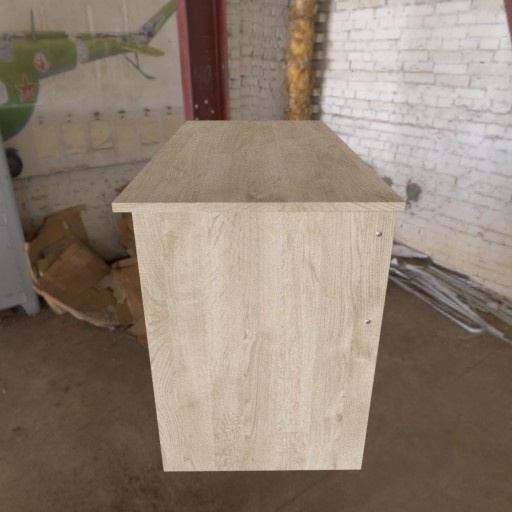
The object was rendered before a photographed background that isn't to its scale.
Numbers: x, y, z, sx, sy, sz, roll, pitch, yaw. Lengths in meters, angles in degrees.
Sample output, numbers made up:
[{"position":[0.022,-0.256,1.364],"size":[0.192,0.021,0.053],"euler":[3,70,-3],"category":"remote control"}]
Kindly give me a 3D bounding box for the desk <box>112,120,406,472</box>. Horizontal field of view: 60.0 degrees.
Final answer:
[{"position":[0.000,0.000,1.493],"size":[0.560,0.730,1.096],"euler":[0,25,-1],"category":"desk"}]
